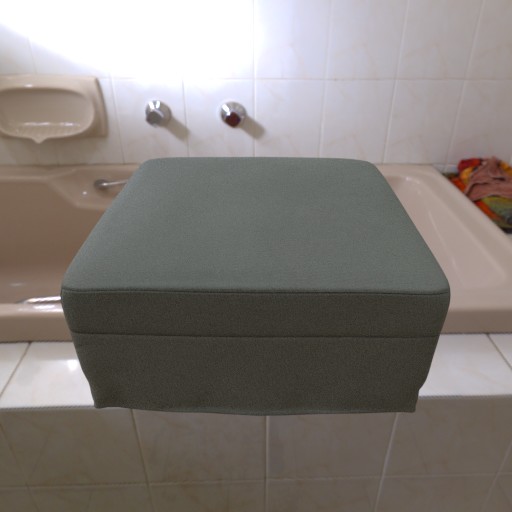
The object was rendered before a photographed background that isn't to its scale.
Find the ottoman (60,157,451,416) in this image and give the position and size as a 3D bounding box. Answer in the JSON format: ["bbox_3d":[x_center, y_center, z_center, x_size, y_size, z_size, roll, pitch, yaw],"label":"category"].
[{"bbox_3d":[0.000,0.000,1.340,0.843,0.441,0.842,0,31,1],"label":"ottoman"}]
